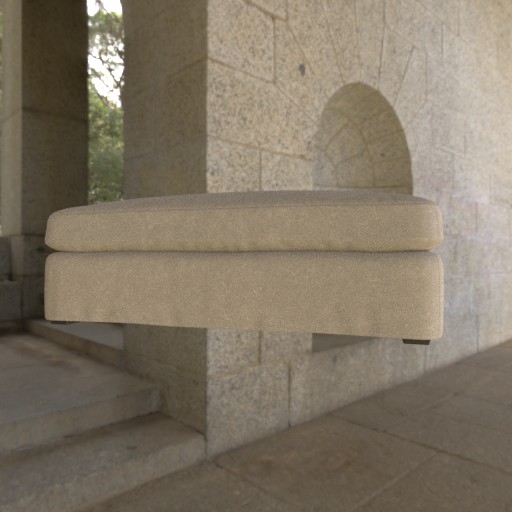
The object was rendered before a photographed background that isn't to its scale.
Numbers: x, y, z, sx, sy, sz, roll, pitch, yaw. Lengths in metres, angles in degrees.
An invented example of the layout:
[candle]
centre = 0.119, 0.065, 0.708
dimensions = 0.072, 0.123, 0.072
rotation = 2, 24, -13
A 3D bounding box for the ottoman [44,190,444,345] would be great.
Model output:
[ottoman]
centre = 0.000, 0.000, 1.614
dimensions = 1.199, 0.429, 0.840
rotation = 0, 0, 17
